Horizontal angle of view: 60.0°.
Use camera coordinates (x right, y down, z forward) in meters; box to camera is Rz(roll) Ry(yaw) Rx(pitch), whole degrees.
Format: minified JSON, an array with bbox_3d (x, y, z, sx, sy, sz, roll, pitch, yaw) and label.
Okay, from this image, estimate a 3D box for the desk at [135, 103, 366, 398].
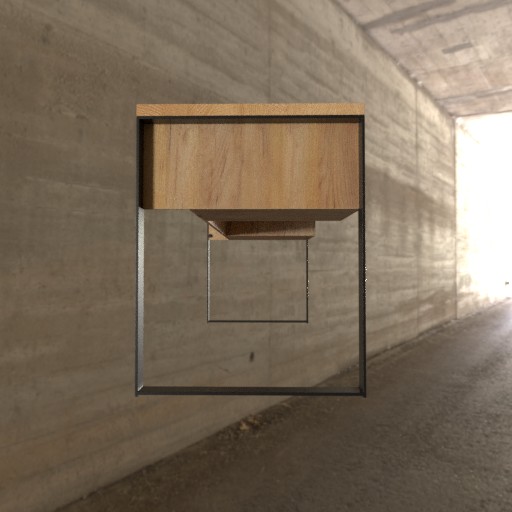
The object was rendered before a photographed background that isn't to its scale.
[{"bbox_3d":[0.000,0.000,1.906,0.600,0.760,1.520,0,-1,1],"label":"desk"}]
